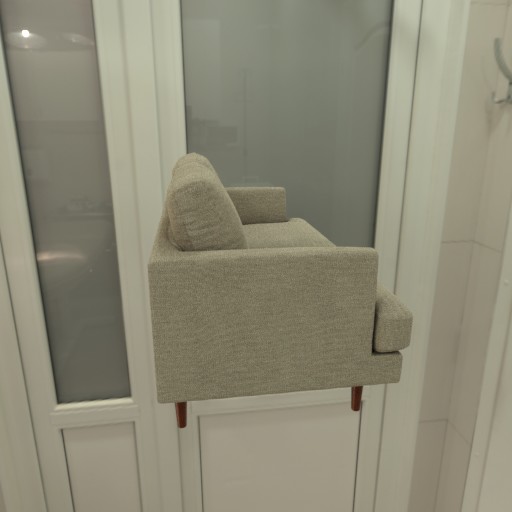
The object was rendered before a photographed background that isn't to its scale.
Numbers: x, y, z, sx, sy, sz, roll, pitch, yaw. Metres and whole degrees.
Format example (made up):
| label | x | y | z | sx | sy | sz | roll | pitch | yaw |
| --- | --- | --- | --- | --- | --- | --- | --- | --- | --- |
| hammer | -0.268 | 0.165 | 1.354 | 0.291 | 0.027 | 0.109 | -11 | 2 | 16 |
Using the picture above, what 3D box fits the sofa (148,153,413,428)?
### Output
| label | x | y | z | sx | sy | sz | roll | pitch | yaw |
| --- | --- | --- | --- | --- | --- | --- | --- | --- | --- |
| sofa | 0.000 | 0.000 | 2.204 | 0.903 | 0.944 | 1.582 | -2 | 17 | -8 |
